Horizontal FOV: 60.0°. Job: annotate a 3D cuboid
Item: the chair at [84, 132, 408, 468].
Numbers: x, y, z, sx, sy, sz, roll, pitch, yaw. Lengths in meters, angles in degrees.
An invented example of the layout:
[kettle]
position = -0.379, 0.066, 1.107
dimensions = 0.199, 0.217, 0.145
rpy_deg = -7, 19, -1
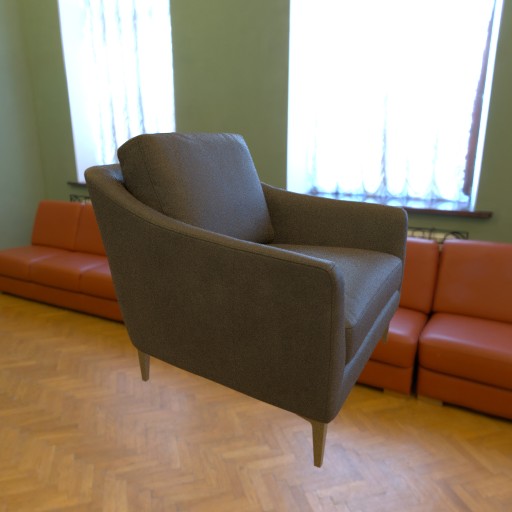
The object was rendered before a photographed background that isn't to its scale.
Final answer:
[chair]
position = 0.000, 0.000, 1.671
dimensions = 0.961, 0.901, 0.988
rpy_deg = 8, 17, 26
